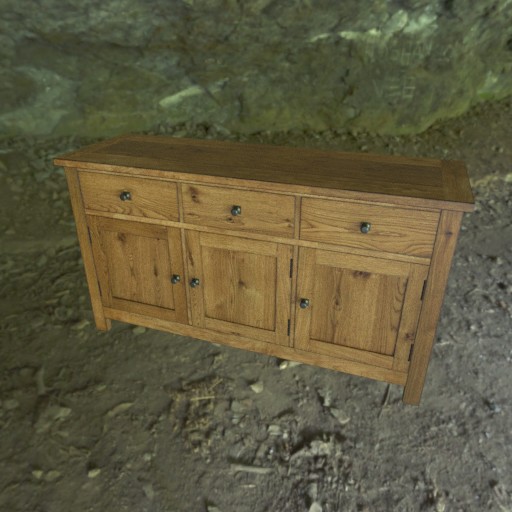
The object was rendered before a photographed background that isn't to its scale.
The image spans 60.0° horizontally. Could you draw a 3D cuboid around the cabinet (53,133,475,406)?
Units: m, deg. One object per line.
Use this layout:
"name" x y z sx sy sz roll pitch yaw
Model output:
"cabinet" 0.000 0.000 1.848 1.474 0.813 0.480 9 29 17
